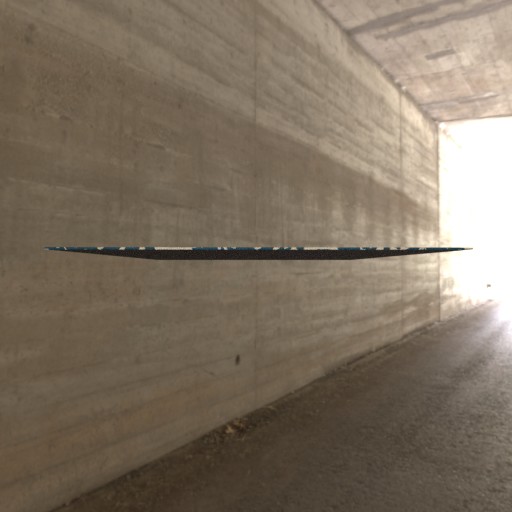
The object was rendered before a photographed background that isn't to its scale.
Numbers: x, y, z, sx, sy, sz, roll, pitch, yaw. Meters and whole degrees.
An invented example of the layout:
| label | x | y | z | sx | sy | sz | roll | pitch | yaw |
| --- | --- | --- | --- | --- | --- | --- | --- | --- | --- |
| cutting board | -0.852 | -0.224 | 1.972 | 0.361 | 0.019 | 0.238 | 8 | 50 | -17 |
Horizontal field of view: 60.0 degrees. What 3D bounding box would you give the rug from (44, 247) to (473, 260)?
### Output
| label | x | y | z | sx | sy | sz | roll | pitch | yaw |
| --- | --- | --- | --- | --- | --- | --- | --- | --- | --- |
| rug | 0.000 | 0.000 | 3.996 | 2.416 | 0.014 | 3.017 | 0 | -2 | -1 |
